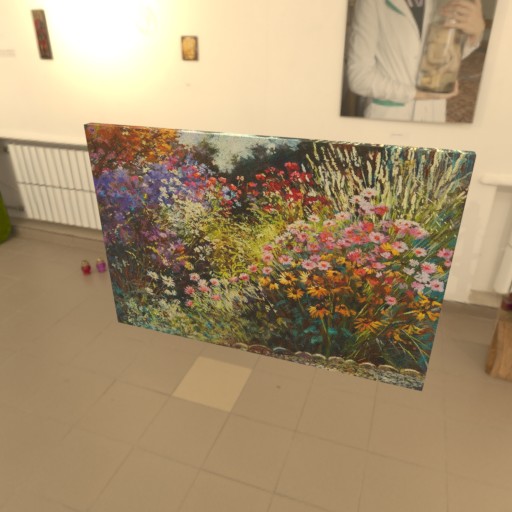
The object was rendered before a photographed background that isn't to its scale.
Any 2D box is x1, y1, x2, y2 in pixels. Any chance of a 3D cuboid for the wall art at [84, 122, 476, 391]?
[{"bbox_3d":[0.000,0.000,1.422,1.136,0.760,0.042,9,29,17],"label":"wall art"}]
